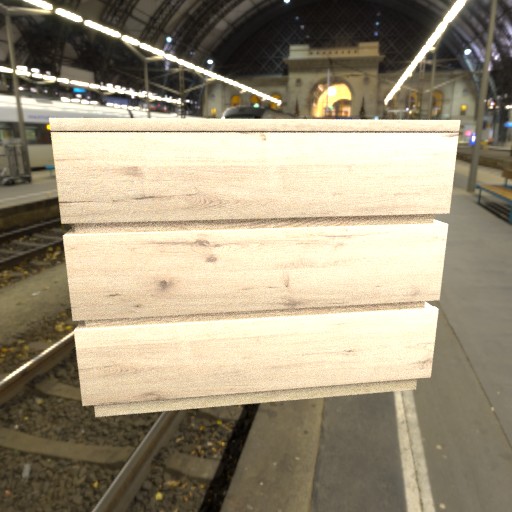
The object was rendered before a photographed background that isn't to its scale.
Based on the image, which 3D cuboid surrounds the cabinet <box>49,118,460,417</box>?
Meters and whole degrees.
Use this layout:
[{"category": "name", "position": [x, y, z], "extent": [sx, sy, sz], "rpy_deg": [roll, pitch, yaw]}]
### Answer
[{"category": "cabinet", "position": [0.000, 0.000, 1.415], "extent": [1.040, 0.820, 0.420], "rpy_deg": [-2, 15, -8]}]
